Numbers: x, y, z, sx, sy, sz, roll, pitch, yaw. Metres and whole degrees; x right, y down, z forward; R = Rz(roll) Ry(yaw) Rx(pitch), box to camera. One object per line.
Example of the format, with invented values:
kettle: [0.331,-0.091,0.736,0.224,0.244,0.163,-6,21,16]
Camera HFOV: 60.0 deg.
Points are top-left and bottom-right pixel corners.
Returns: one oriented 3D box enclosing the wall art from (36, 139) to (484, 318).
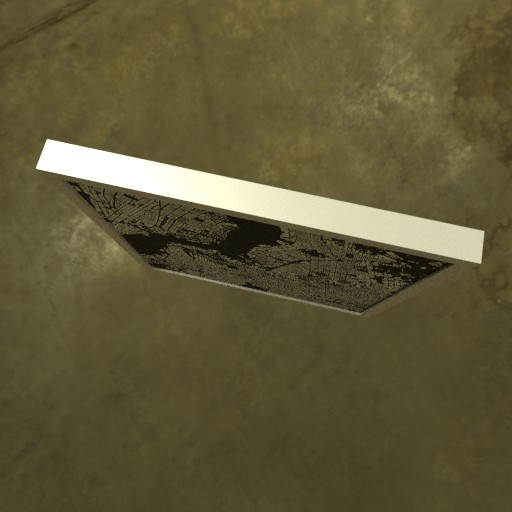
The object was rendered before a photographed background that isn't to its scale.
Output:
wall art: [0.000,0.000,0.741,0.506,0.506,0.038,12,76,3]
